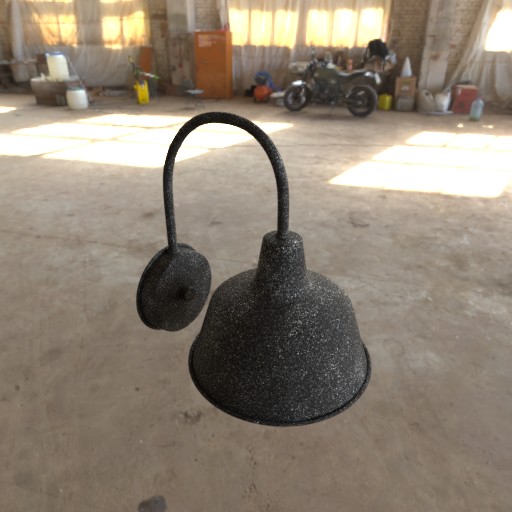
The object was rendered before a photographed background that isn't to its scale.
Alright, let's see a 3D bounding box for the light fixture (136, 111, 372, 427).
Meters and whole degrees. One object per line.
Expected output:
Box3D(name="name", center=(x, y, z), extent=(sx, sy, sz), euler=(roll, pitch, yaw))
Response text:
Box3D(name="light fixture", center=(0.000, 0.000, 0.491), extent=(0.283, 0.300, 0.216), euler=(18, 32, 30))
